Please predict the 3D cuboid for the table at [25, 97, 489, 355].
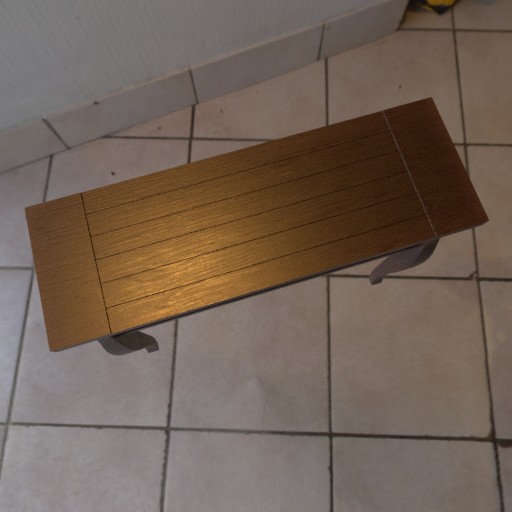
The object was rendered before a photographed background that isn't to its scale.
[{"bbox_3d":[0.000,0.000,1.438,1.062,0.768,0.373,-16,75,-4],"label":"table"}]
